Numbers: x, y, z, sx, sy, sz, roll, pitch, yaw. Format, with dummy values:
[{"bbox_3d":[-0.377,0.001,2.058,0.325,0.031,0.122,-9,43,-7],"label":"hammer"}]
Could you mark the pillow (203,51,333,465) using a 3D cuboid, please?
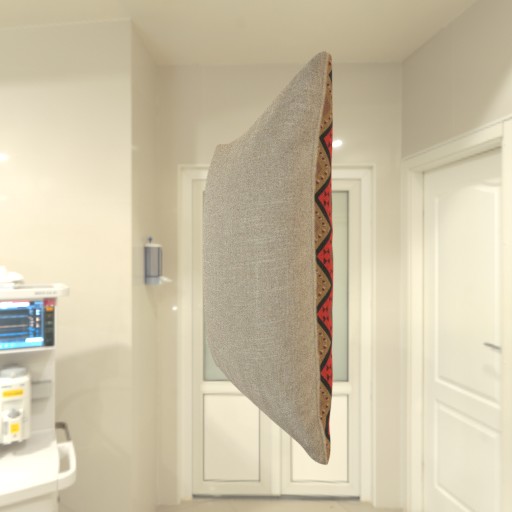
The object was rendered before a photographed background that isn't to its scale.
[{"bbox_3d":[0.000,0.000,0.782,0.158,0.511,0.513,0,0,-19],"label":"pillow"}]
